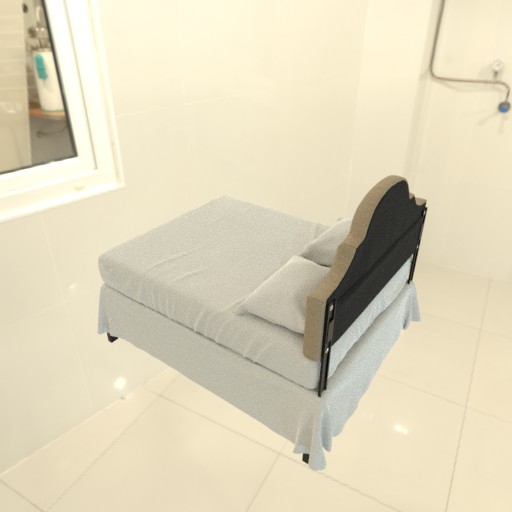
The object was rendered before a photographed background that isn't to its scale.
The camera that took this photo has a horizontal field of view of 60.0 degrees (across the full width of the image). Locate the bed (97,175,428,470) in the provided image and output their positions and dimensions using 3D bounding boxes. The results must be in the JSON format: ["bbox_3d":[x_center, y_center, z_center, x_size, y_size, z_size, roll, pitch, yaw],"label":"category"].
[{"bbox_3d":[0.000,0.000,3.413,2.222,1.634,1.780,20,35,31],"label":"bed"}]
